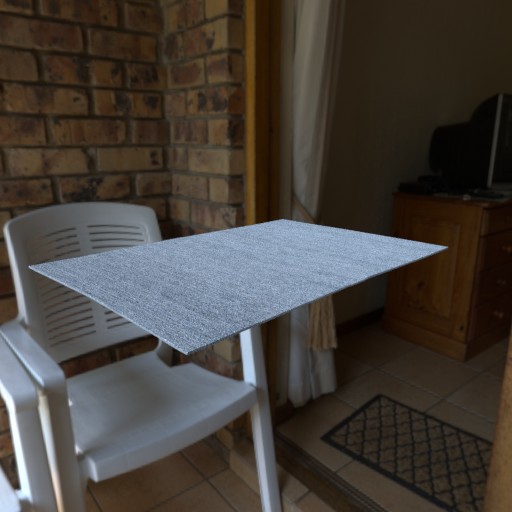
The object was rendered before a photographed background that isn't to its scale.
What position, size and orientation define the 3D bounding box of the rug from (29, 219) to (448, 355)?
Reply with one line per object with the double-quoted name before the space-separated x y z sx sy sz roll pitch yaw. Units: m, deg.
"rug" 0.000 0.000 2.962 2.338 0.030 1.616 -14 20 -43
